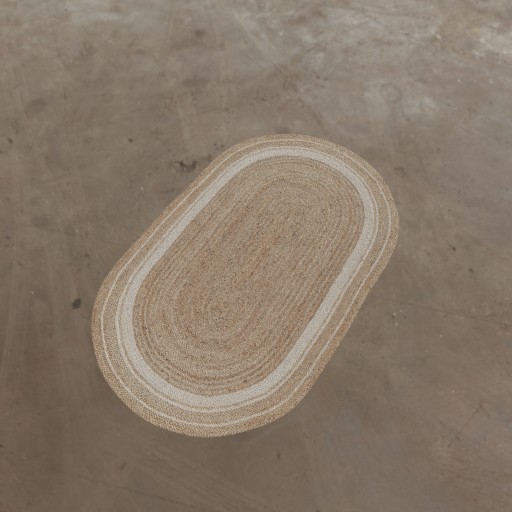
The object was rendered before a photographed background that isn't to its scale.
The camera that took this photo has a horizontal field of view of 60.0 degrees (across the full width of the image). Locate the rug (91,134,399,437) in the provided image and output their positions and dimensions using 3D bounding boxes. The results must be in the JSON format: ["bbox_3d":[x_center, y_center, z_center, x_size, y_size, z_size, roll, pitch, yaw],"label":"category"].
[{"bbox_3d":[0.000,0.000,2.979,1.520,0.006,2.432,30,63,17],"label":"rug"}]
